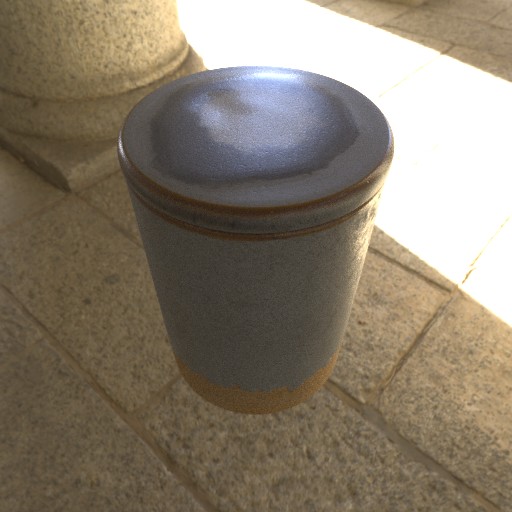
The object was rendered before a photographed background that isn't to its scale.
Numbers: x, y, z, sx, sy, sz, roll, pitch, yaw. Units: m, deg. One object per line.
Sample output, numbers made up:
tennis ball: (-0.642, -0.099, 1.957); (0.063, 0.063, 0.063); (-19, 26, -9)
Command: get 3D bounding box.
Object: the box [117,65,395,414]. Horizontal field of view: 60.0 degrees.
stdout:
box: (0.000, 0.000, 0.250); (0.118, 0.168, 0.118); (0, 47, 0)
